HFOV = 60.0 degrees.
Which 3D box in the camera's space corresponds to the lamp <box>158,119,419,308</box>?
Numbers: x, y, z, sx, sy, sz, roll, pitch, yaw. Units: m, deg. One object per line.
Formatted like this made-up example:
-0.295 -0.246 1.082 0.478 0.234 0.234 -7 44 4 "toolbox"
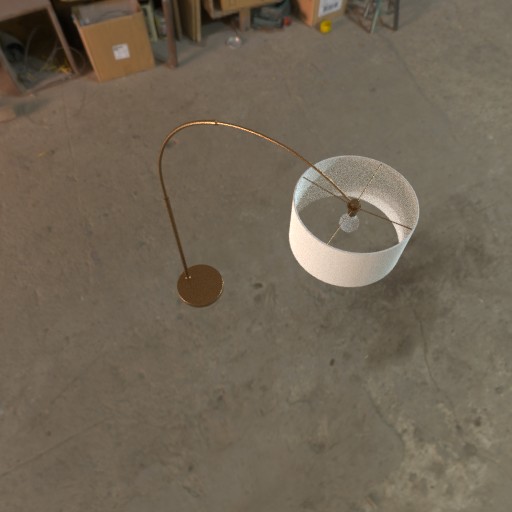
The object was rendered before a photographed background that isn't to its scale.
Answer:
0.000 0.000 2.603 1.434 1.927 0.493 29 63 16 "lamp"
